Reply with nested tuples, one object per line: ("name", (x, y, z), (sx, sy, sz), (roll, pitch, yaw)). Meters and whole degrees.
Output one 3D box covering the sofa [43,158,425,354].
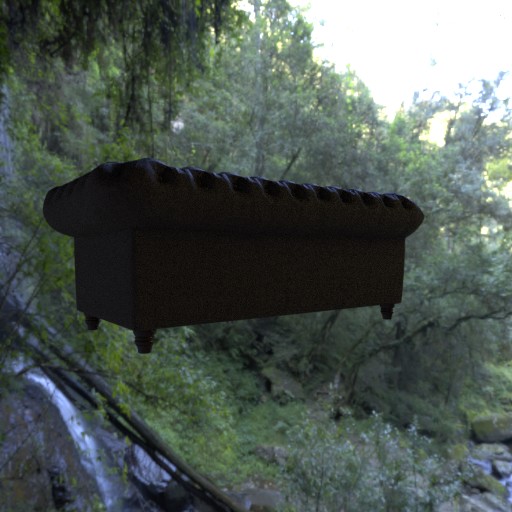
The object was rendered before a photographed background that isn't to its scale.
("sofa", (0.000, 0.000, 2.500), (2.048, 0.780, 0.944), (0, 0, -37))
